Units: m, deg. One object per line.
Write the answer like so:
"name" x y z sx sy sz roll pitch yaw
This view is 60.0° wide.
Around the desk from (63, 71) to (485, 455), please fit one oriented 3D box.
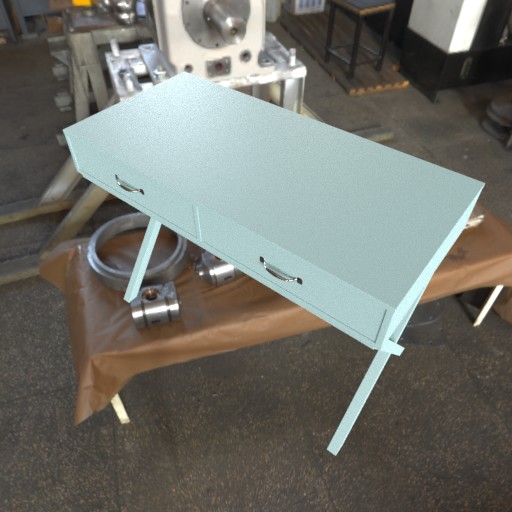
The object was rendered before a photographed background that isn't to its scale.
"desk" 0.000 0.000 1.481 1.057 0.780 0.525 30 53 25
